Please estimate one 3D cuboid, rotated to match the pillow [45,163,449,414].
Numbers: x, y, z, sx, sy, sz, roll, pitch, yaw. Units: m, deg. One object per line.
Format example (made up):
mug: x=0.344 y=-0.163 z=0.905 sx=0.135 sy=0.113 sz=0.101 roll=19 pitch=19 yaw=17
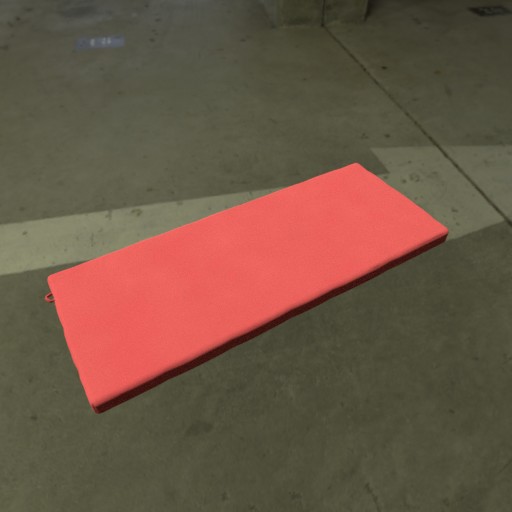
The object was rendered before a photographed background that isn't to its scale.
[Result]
pillow: x=0.000 y=0.000 z=1.355 sx=1.187 sy=0.081 sz=0.492 roll=-23 pitch=49 yaw=-21
